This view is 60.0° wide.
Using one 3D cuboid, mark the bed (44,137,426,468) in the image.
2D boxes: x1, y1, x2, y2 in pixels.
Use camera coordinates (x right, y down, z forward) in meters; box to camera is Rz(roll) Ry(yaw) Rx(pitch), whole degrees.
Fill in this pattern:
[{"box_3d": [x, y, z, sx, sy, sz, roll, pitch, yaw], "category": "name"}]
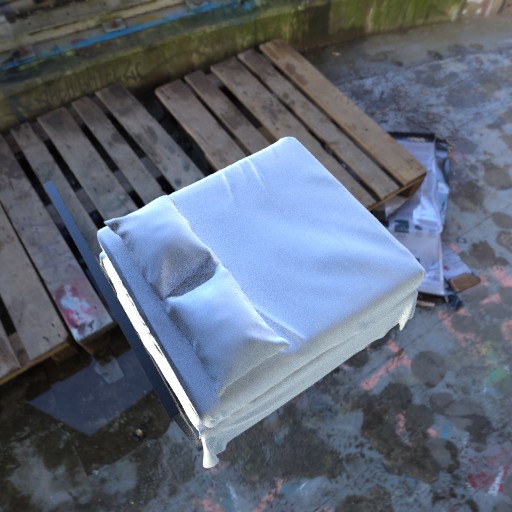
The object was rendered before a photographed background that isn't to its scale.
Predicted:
[{"box_3d": [0.000, 0.000, 3.194, 2.050, 1.270, 1.870, -30, 63, -17], "category": "bed"}]
